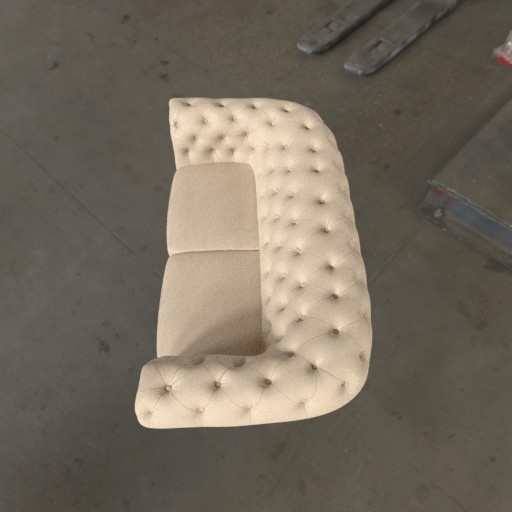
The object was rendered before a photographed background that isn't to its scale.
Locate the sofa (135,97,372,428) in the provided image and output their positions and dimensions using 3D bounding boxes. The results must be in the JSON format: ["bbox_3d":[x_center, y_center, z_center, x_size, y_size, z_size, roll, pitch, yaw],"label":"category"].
[{"bbox_3d":[0.000,0.000,2.573,1.069,0.835,1.988,-2,57,-1],"label":"sofa"}]
